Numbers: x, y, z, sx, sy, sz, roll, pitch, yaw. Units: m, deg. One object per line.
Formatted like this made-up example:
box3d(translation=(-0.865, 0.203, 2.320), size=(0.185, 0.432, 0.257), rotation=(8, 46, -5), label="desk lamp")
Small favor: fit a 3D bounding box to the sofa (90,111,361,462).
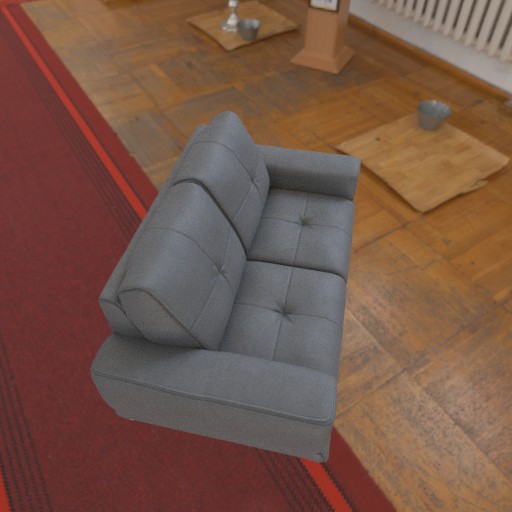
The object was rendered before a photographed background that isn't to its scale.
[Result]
box3d(translation=(0.000, 0.000, 2.361), size=(1.018, 0.907, 1.806), rotation=(9, 48, 8), label="sofa")
